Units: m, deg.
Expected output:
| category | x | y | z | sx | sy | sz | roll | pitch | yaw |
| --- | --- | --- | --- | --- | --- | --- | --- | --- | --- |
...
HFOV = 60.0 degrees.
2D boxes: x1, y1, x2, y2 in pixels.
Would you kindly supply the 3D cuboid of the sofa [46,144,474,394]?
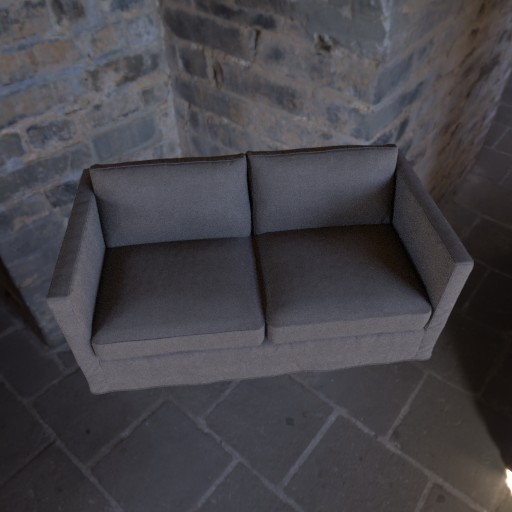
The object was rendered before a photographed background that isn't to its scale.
| category | x | y | z | sx | sy | sz | roll | pitch | yaw |
| --- | --- | --- | --- | --- | --- | --- | --- | --- | --- |
| sofa | 0.000 | 0.000 | 2.327 | 1.802 | 0.854 | 0.974 | -5 | 45 | -5 |
